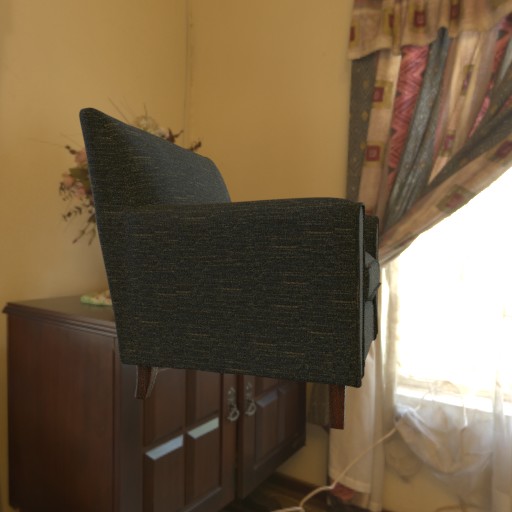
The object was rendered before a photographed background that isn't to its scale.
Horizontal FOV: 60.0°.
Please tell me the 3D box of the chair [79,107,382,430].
[{"bbox_3d":[0.000,0.000,1.638,0.873,0.928,0.864,1,2,19],"label":"chair"}]
